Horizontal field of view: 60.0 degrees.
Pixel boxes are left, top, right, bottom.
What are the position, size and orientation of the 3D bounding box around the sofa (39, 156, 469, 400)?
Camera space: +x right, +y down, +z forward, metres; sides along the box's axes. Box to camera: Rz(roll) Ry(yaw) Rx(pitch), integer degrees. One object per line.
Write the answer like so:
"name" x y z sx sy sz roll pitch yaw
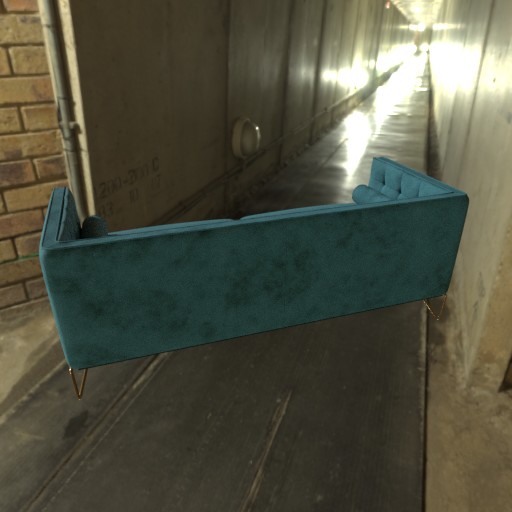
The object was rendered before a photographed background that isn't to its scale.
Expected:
"sofa" 0.000 0.000 2.516 2.087 0.789 0.867 -9 29 -16
